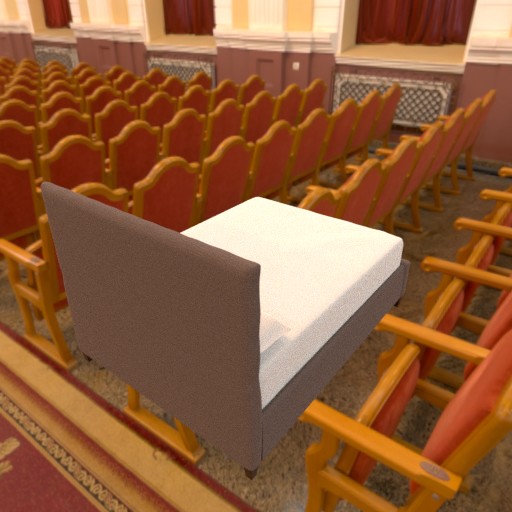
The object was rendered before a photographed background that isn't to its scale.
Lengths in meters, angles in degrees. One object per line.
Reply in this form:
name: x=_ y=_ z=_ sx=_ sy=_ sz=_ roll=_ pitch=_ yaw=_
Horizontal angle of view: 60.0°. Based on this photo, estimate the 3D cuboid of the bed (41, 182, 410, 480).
bed: x=0.000 y=0.000 z=3.377 sx=1.696 sy=1.426 sz=2.233 roll=21 pitch=35 yaw=32
